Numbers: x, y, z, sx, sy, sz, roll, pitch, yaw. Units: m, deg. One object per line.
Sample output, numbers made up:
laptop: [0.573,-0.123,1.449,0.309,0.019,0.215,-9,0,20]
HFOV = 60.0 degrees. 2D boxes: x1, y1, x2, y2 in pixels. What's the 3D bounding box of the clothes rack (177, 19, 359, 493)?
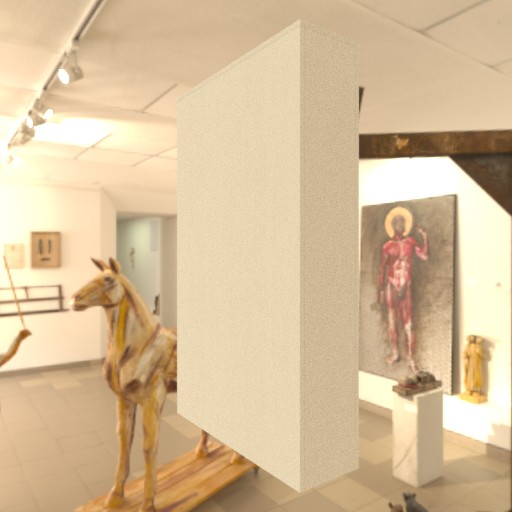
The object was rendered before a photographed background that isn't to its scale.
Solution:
clothes rack: [0.000,0.000,1.573,0.250,1.280,0.750,0,0,-36]
